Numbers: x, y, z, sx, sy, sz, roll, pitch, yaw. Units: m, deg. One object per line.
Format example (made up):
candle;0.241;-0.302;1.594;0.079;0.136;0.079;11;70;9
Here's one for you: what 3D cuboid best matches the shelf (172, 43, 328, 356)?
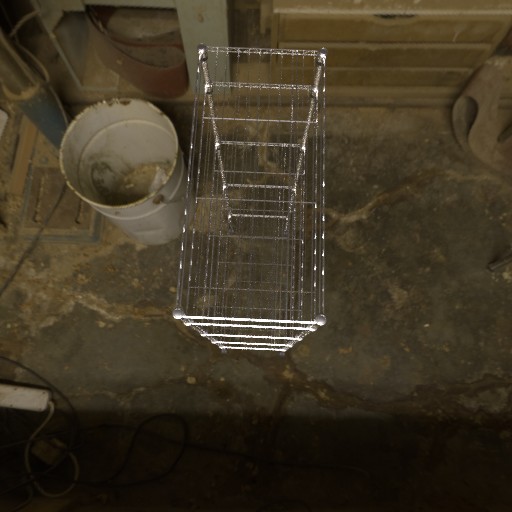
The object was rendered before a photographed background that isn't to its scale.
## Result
shelf;0.000;0.000;1.865;0.356;1.587;0.762;2;75;1
